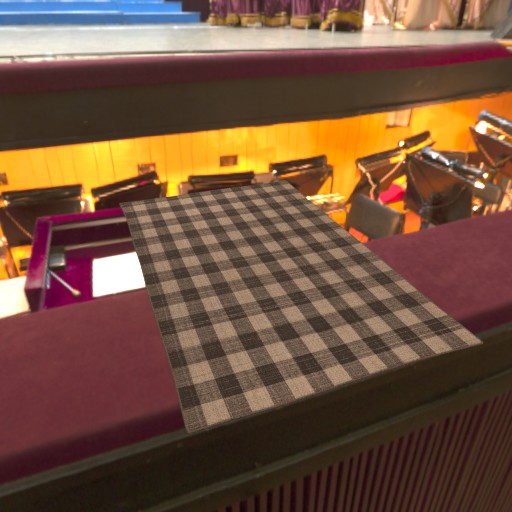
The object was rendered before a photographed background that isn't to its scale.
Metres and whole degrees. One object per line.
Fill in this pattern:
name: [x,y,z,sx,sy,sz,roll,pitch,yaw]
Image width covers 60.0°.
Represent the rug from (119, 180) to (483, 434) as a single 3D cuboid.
rug: [0.000,0.000,3.017,1.554,0.011,2.476,-11,32,-18]
